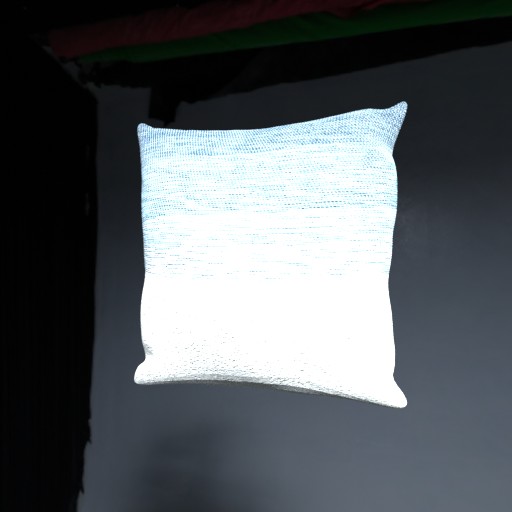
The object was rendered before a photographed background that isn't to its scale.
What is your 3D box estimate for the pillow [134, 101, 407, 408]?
[{"bbox_3d":[0.000,0.000,0.680,0.440,0.441,0.182,0,1,18],"label":"pillow"}]
